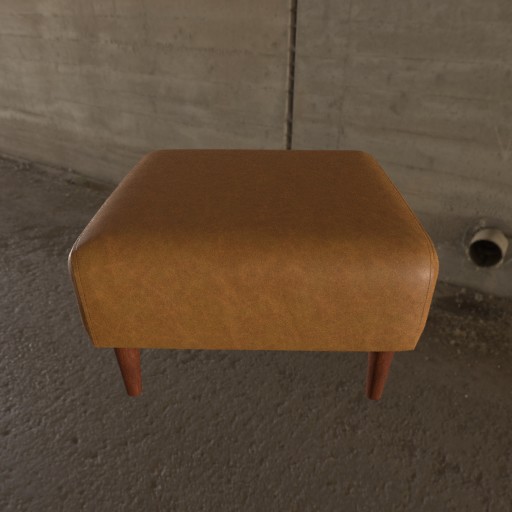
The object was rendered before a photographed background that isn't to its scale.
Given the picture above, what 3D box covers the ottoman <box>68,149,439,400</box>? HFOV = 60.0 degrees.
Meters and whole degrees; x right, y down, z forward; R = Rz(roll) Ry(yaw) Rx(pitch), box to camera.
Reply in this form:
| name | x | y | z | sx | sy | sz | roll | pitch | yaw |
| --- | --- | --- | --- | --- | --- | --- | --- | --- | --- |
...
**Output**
| name | x | y | z | sx | sy | sz | roll | pitch | yaw |
| --- | --- | --- | --- | --- | --- | --- | --- | --- | --- |
| ottoman | 0.000 | 0.000 | 1.085 | 0.650 | 0.399 | 0.650 | 1 | 29 | 1 |
